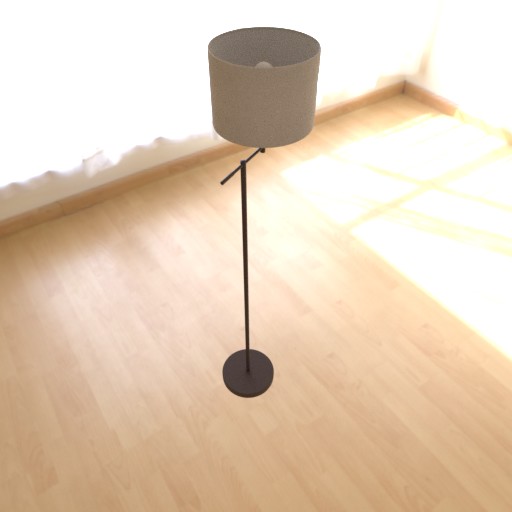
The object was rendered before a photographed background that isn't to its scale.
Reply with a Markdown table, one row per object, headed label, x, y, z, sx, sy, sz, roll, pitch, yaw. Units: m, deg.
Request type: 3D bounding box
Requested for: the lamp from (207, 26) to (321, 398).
| label | x | y | z | sx | sy | sz | roll | pitch | yaw |
| --- | --- | --- | --- | --- | --- | --- | --- | --- | --- |
| lamp | 0.000 | 0.000 | 1.790 | 0.324 | 1.600 | 0.416 | 22 | 49 | 21 |
